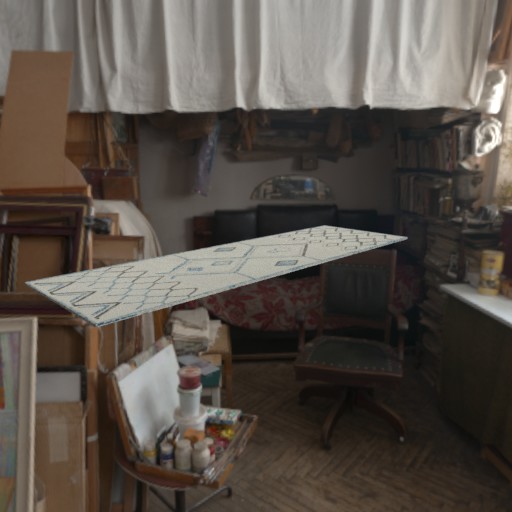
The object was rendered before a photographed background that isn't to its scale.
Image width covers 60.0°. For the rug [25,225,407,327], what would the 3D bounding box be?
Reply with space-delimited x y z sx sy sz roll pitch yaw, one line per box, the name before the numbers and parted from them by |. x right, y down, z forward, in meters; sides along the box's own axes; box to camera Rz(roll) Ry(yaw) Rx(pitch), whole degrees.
rug | 0.000 0.000 2.738 2.434 0.013 0.770 -13 18 -43
